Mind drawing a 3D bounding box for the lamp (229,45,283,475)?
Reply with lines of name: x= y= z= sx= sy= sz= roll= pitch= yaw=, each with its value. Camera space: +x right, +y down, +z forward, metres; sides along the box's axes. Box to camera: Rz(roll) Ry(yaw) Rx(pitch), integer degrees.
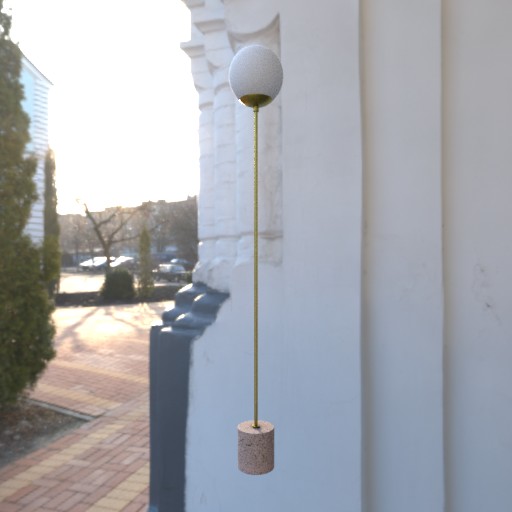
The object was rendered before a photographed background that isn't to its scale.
lamp: x=0.000 y=0.000 z=1.850 sx=0.229 sy=1.748 sz=0.229 roll=0 pitch=-1 yaw=36
